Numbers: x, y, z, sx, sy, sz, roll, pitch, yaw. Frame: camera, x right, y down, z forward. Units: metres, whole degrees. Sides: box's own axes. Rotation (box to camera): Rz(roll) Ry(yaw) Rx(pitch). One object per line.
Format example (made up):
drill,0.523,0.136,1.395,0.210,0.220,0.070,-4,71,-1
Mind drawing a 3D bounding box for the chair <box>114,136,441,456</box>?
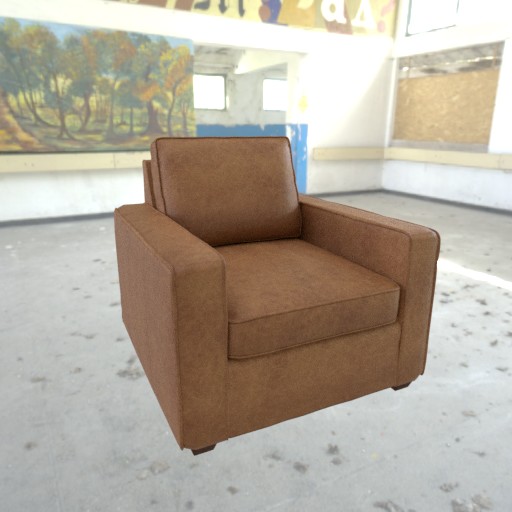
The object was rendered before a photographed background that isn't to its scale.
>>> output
chair,0.000,0.000,1.753,0.987,0.901,1.027,-9,19,-27
